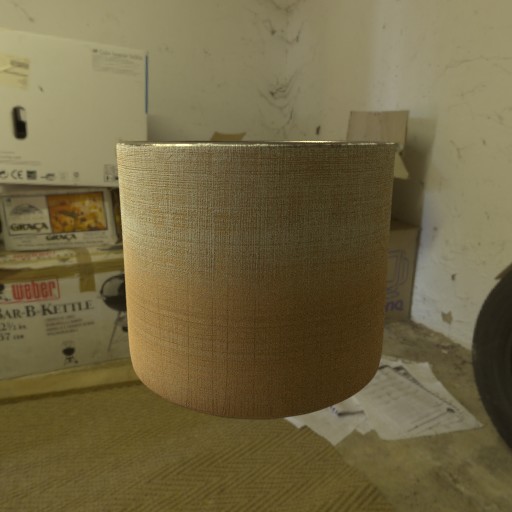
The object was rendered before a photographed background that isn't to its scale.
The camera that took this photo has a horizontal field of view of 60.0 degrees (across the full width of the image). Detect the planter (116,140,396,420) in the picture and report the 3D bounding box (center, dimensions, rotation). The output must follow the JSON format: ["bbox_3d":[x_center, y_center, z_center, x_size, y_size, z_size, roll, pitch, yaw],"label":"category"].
[{"bbox_3d":[0.000,0.000,0.440,0.254,0.221,0.254,0,15,0],"label":"planter"}]
